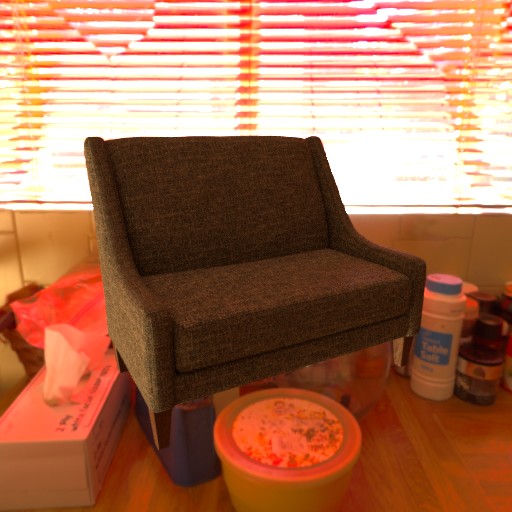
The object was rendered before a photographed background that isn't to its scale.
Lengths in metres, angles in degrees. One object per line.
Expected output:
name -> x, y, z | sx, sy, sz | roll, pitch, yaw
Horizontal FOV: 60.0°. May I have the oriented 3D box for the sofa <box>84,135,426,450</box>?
sofa -> 0.000, 0.000, 1.946 | 1.242, 1.021, 0.870 | -8, 18, -28
